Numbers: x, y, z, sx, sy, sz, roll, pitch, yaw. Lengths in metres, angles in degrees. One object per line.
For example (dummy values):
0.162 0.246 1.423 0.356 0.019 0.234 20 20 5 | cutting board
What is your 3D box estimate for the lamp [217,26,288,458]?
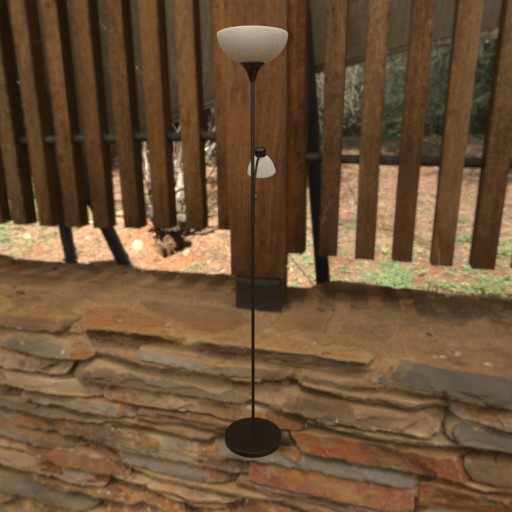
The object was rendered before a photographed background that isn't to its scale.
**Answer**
0.000 0.000 2.013 0.279 1.804 0.442 2 15 9 | lamp
